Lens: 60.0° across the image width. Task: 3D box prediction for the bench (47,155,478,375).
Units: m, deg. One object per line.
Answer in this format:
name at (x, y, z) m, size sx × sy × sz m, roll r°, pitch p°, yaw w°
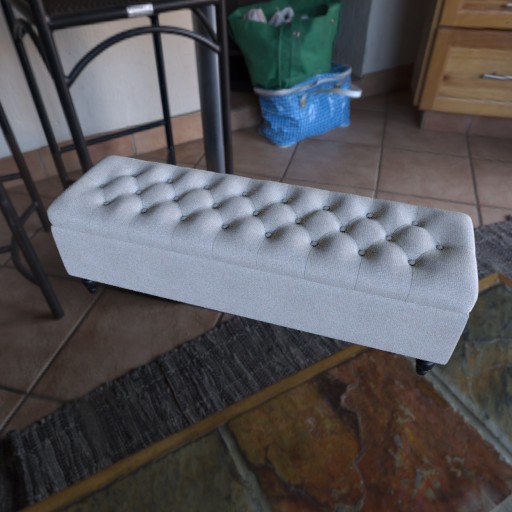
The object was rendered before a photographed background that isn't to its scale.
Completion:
bench at (0.000, 0.000, 1.720) m, size 1.480 × 0.467 × 0.455 m, roll 12°, pitch 42°, yaw 13°
